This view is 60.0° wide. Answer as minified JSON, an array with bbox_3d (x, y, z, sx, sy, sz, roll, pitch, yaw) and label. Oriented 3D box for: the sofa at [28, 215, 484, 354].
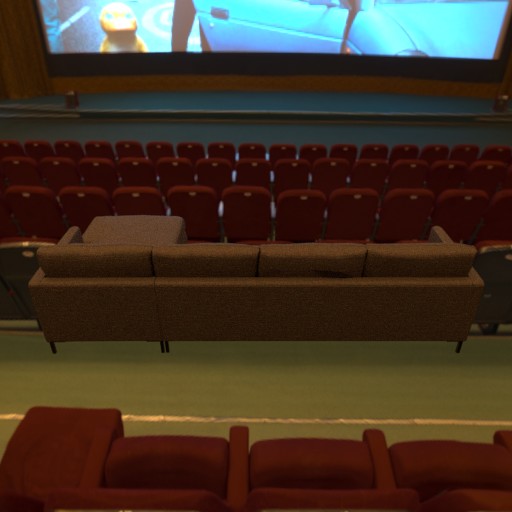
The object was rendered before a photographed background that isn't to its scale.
[{"bbox_3d":[0.000,0.000,3.783,3.221,0.892,1.483,0,31,0],"label":"sofa"}]
